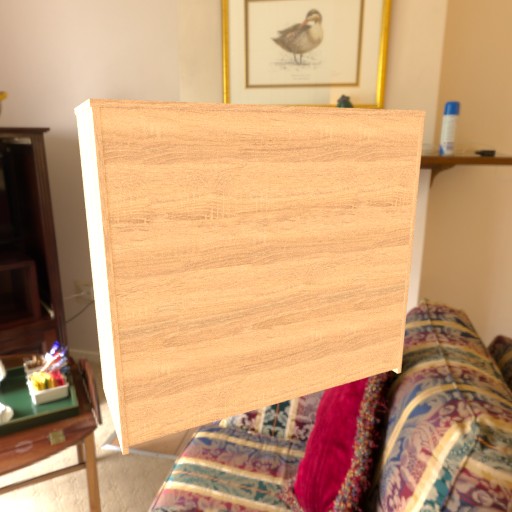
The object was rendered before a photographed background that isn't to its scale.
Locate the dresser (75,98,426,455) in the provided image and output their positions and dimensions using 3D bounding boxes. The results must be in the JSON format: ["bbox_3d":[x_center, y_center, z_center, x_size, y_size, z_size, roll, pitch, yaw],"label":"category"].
[{"bbox_3d":[0.000,0.000,1.435,0.980,0.900,0.380,-7,16,-25],"label":"dresser"}]
